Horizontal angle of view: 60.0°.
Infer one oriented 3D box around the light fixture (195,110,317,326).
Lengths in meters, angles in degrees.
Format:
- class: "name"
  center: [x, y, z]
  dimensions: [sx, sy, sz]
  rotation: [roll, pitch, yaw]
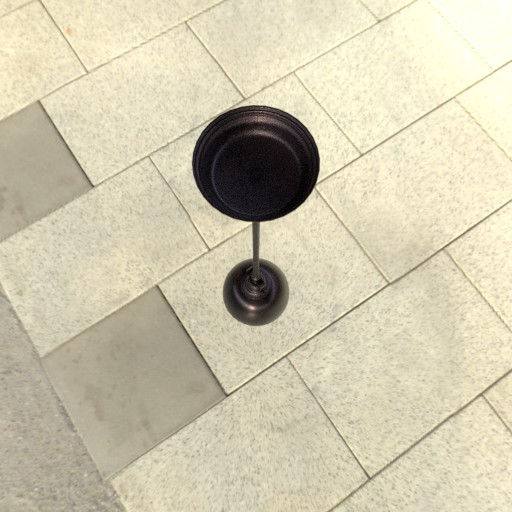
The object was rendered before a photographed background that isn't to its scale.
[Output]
- class: "light fixture"
  center: [0.000, 0.000, 0.841]
  dimensions: [0.182, 0.768, 0.182]
  rotation: [-35, 78, -9]
